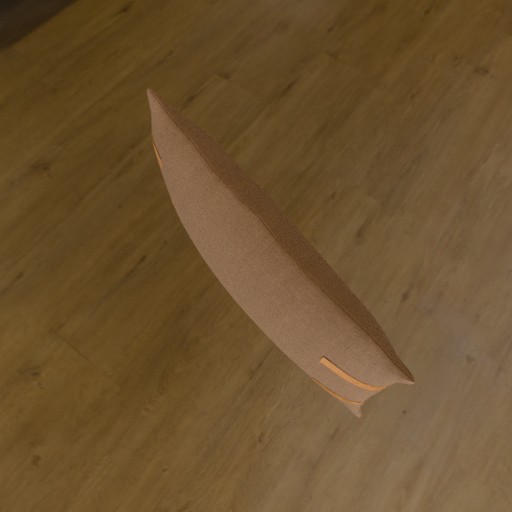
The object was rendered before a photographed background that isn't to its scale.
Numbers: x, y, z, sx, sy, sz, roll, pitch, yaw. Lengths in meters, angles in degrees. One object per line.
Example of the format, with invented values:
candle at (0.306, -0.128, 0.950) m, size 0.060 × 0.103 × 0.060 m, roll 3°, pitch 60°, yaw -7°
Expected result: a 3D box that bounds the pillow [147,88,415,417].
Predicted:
pillow at (0.000, 0.000, 0.757) m, size 0.148 × 0.308 × 0.612 m, roll -34°, pitch 68°, yaw -16°
